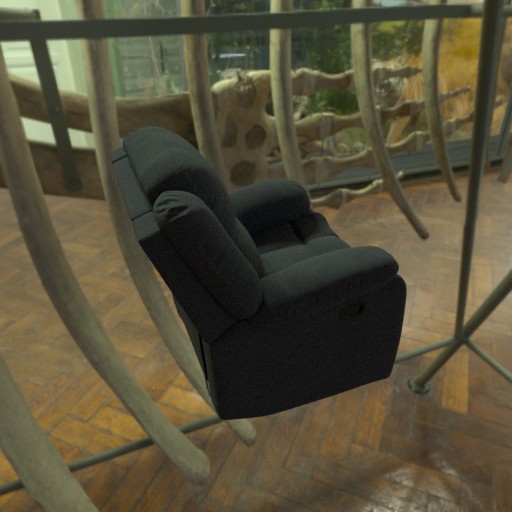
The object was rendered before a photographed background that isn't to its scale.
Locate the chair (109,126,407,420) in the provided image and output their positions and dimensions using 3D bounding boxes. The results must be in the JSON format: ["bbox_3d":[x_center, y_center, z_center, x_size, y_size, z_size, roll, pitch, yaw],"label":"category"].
[{"bbox_3d":[0.000,0.000,1.764,0.944,1.008,0.899,-11,32,-18],"label":"chair"}]
